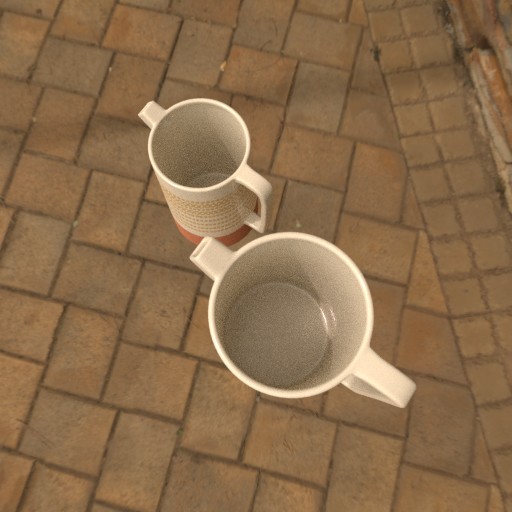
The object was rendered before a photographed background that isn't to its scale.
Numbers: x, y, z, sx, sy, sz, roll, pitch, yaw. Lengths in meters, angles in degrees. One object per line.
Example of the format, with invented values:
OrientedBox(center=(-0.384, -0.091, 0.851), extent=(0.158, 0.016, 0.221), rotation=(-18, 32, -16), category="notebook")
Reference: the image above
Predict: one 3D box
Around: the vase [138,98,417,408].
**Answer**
OrientedBox(center=(0.000, 0.000, 0.456), extent=(0.168, 0.247, 0.326), rotation=(-14, 77, -3), category="vase")
